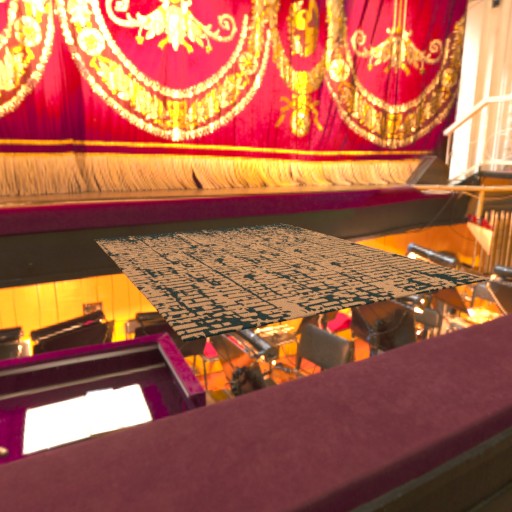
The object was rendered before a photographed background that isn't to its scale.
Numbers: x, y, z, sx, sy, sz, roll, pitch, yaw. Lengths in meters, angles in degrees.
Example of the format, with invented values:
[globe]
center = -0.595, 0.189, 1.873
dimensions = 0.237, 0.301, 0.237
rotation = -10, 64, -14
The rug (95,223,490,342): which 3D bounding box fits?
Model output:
[rug]
center = 0.000, 0.000, 4.108
dimensions = 2.416, 0.014, 3.017
rotation = -7, 15, -27
